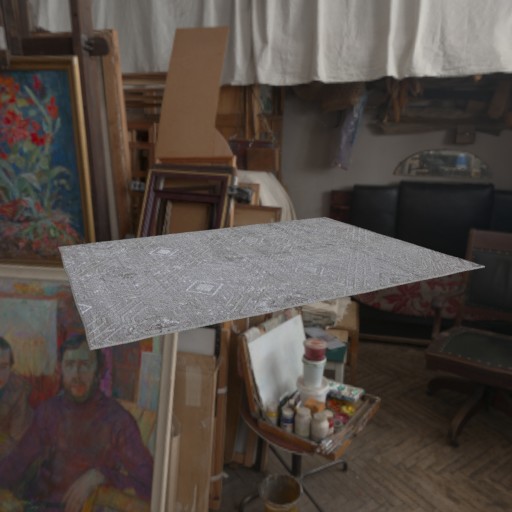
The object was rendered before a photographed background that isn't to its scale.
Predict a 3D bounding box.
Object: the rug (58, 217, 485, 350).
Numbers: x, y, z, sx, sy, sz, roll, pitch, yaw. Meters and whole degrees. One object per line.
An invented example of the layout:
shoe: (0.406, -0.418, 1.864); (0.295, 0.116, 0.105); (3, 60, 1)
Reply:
rug: (0.000, 0.000, 4.270); (3.359, 0.020, 2.448); (-8, 19, -26)
